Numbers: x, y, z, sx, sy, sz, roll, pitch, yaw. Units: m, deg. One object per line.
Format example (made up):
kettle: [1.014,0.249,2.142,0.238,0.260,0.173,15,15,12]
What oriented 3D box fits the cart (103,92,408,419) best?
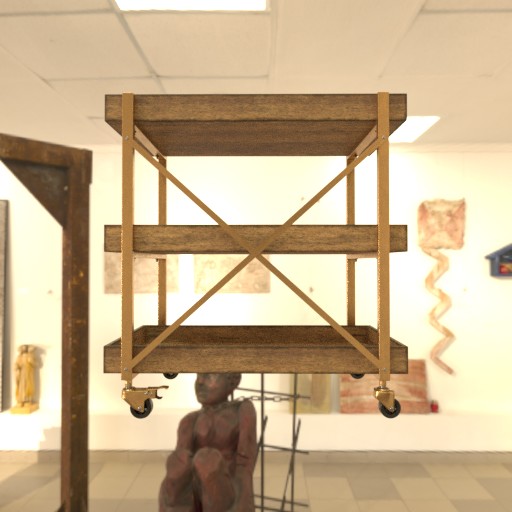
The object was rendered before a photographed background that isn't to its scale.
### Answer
cart: [0.000,0.000,1.276,0.750,0.799,0.416,0,-1,0]
